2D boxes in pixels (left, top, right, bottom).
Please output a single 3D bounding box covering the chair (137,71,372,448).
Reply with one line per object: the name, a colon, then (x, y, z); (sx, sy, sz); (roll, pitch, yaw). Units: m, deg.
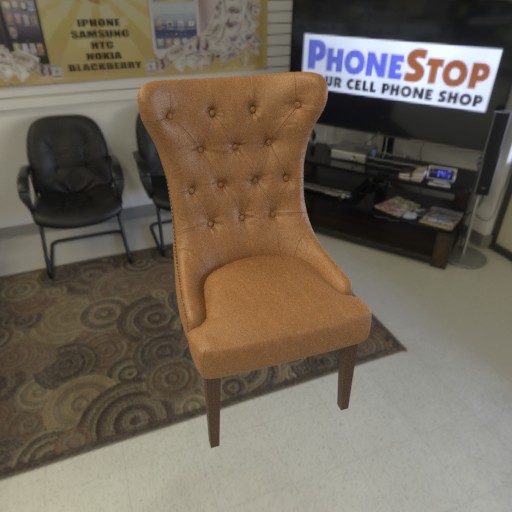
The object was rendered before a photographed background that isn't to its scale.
chair: (0.000, 0.000, 1.491); (0.611, 1.065, 0.669); (-10, 33, -16)
